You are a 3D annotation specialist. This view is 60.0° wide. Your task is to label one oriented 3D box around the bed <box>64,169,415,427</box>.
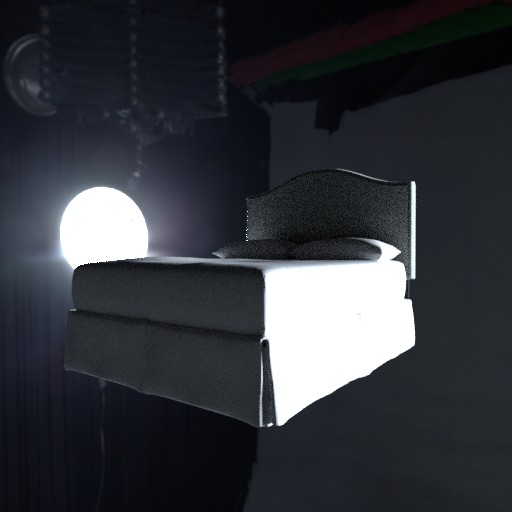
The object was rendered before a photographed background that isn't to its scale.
[{"bbox_3d":[0.000,0.000,3.380,1.813,1.607,2.180,1,1,37],"label":"bed"}]
